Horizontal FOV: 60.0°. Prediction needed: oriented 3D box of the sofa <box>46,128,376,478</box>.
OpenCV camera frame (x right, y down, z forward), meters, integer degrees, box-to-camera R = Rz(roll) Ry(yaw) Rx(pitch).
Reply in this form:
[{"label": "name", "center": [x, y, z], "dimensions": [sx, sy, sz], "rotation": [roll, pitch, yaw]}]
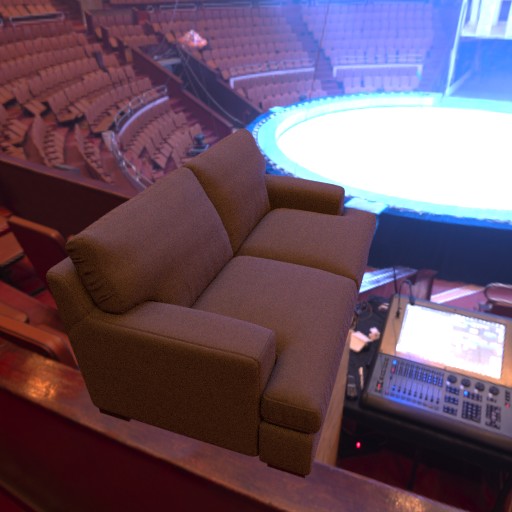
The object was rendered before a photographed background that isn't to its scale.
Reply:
[{"label": "sofa", "center": [0.000, 0.000, 2.445], "dimensions": [1.140, 0.950, 1.869], "rotation": [10, 32, 17]}]
